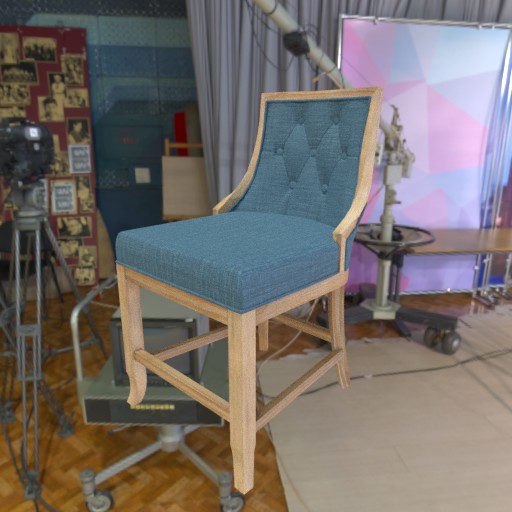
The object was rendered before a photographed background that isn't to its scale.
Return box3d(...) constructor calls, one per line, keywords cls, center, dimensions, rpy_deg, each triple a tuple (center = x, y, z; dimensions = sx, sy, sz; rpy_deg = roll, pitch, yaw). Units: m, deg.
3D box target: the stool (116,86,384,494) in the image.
box3d(cls="stool", center=(0.000, 0.000, 1.300), dimensions=(0.524, 0.938, 0.626), rpy_deg=(16, 23, 42))
